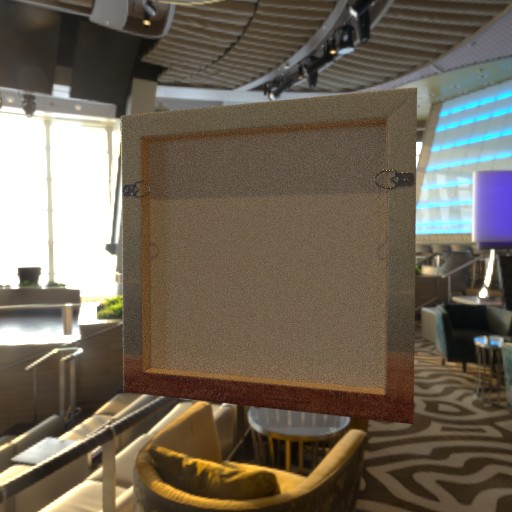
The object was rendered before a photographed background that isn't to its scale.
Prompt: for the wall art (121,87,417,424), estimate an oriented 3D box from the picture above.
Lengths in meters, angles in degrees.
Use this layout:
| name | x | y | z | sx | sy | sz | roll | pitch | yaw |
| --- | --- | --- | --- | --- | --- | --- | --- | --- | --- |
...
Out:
| name | x | y | z | sx | sy | sz | roll | pitch | yaw |
| --- | --- | --- | --- | --- | --- | --- | --- | --- | --- |
| wall art | 0.000 | 0.000 | 0.893 | 0.605 | 0.605 | 0.034 | 0 | 2 | 17 |
